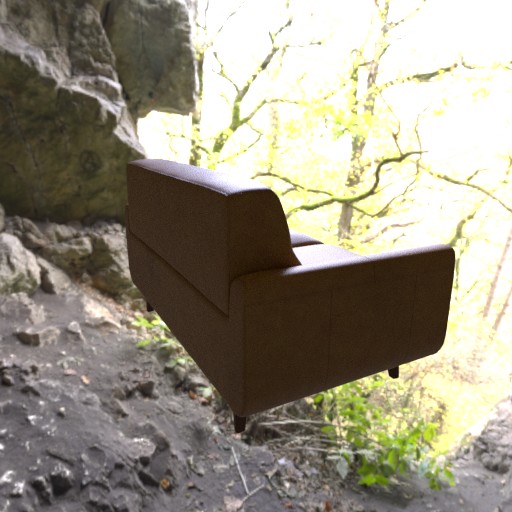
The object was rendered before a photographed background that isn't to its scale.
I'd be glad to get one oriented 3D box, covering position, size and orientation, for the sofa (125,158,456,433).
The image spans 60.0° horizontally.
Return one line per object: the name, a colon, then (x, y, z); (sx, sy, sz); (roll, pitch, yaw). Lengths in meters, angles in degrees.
sofa: (0.000, 0.000, 2.252); (0.952, 0.925, 1.651); (-9, 19, -27)
